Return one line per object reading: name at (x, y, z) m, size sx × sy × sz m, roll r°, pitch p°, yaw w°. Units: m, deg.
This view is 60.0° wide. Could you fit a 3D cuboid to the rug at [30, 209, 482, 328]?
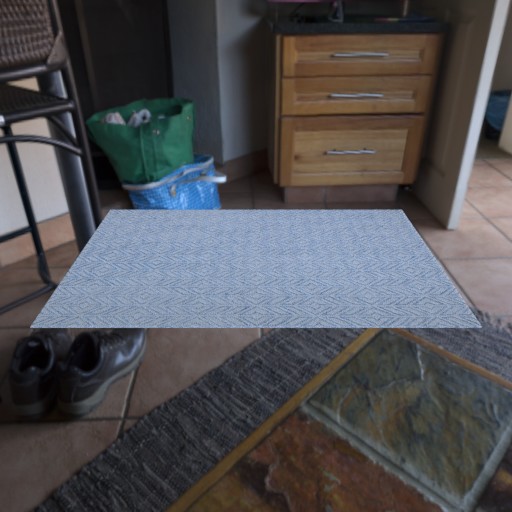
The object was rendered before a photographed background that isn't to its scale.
rug at (0.000, 0.000, 3.053) m, size 2.441 × 0.008 × 1.526 m, roll 0°, pitch 30°, yaw 0°
